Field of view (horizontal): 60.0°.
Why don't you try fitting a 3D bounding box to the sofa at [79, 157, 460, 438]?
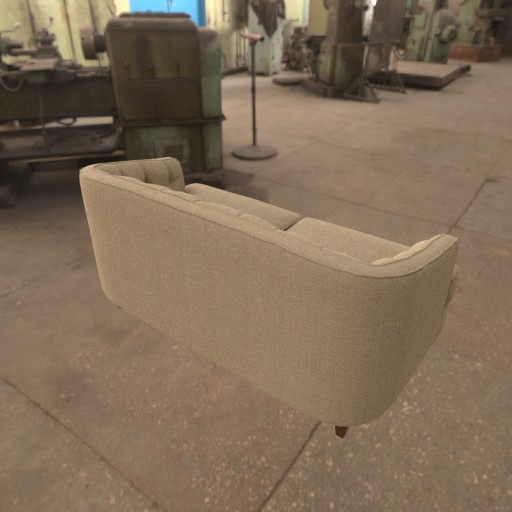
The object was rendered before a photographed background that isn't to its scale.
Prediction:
[{"bbox_3d":[0.000,0.000,2.208,1.733,0.855,0.941,21,37,31],"label":"sofa"}]
